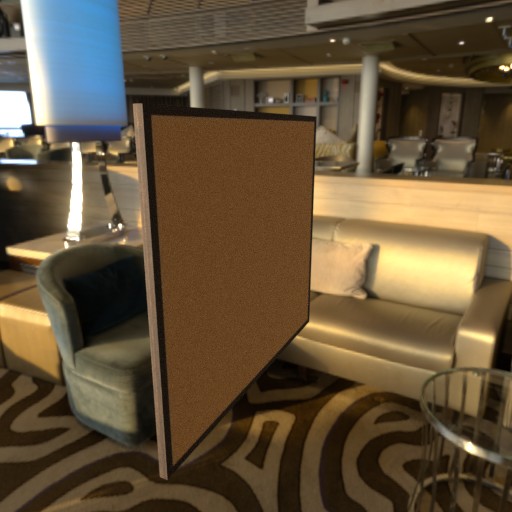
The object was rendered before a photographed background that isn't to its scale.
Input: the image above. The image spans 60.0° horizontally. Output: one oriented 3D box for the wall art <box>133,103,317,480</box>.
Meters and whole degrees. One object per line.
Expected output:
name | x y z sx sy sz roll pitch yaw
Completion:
wall art | 0.000 0.000 1.417 0.023 0.875 1.033 8 18 25
